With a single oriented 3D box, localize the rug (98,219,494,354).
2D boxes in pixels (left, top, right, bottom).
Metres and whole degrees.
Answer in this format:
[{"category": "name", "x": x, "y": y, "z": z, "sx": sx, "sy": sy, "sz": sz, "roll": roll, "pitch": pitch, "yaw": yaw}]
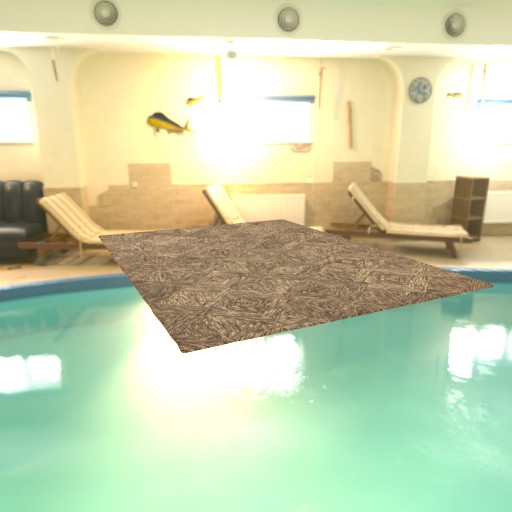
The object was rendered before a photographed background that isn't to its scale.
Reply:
[{"category": "rug", "x": 0.000, "y": 0.000, "z": 4.199, "sx": 2.448, "sy": 0.017, "sz": 3.204, "roll": -7, "pitch": 16, "yaw": -26}]
